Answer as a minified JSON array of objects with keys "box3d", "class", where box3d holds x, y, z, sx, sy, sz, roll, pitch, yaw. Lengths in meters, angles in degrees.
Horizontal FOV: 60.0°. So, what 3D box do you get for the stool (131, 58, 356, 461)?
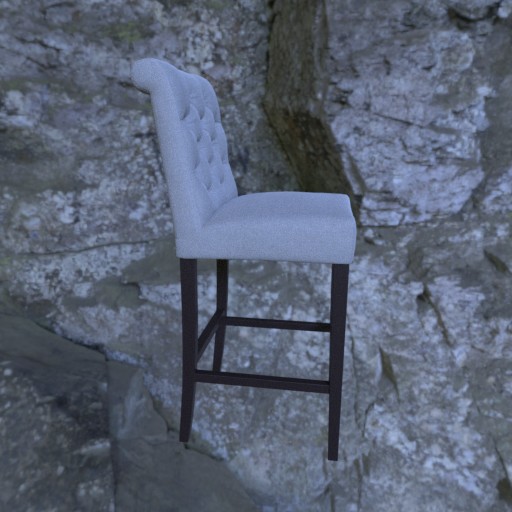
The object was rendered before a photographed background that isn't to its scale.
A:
[{"box3d":[0.000,0.000,1.438,0.601,1.140,0.493,3,16,9],"class":"stool"}]
